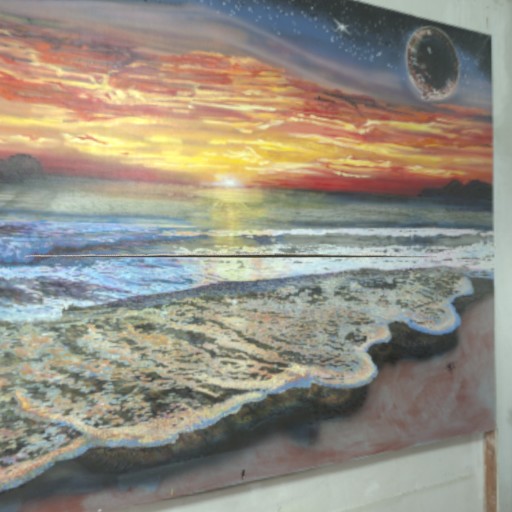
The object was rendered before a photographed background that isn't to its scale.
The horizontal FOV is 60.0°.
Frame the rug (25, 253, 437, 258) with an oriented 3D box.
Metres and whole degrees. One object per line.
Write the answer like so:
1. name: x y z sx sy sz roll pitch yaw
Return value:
1. rug: 0.000 0.000 4.112 2.468 0.022 3.061 0 -1 36
